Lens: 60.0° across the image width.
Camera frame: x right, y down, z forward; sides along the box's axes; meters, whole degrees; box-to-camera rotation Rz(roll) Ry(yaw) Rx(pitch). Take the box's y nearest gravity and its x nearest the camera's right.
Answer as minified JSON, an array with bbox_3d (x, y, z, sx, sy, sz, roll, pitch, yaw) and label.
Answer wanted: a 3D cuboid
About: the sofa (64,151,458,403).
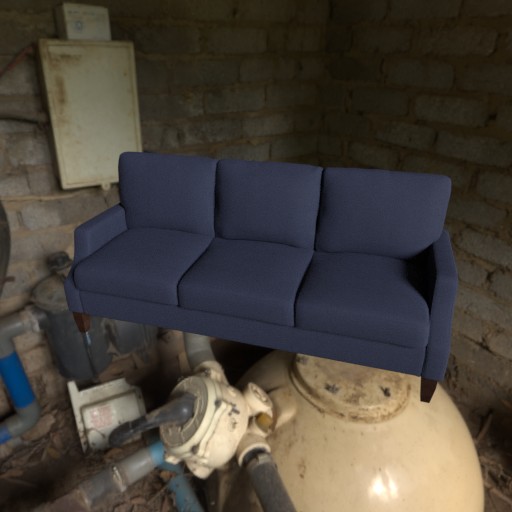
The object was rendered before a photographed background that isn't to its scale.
[{"bbox_3d":[0.000,0.000,2.587,2.115,0.984,0.888,8,27,15],"label":"sofa"}]
